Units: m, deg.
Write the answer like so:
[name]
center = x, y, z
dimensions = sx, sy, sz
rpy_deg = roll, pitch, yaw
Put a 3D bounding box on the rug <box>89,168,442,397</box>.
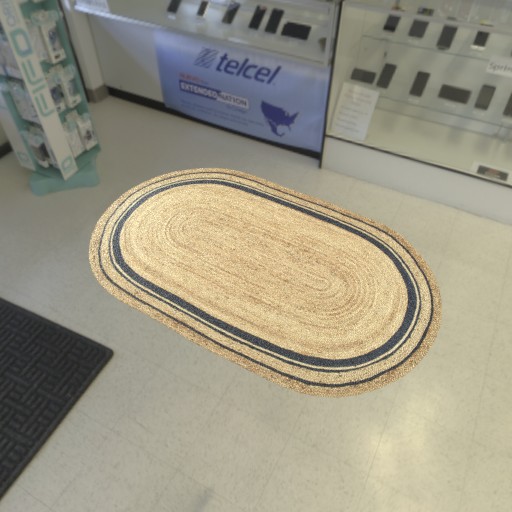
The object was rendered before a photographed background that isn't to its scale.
[rug]
center = 0.000, 0.000, 2.980
dimensions = 2.432, 0.006, 1.520
rpy_deg = 24, 51, 21
